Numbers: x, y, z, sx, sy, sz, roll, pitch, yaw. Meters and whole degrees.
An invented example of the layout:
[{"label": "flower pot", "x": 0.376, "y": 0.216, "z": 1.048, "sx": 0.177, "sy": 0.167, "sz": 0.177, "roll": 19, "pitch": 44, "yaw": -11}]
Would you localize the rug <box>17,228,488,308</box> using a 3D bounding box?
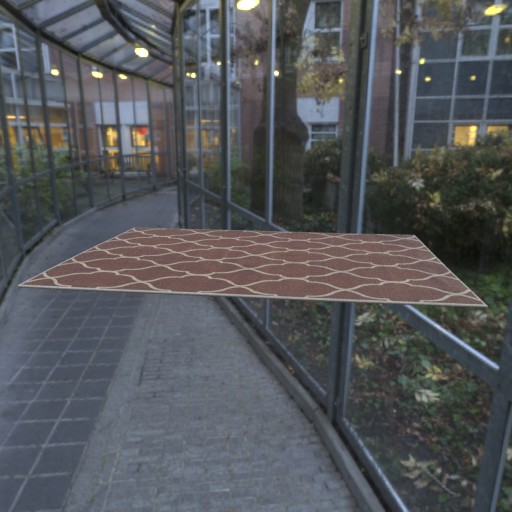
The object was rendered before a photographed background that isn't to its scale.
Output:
[{"label": "rug", "x": 0.000, "y": 0.000, "z": 2.851, "sx": 2.294, "sy": 0.014, "sz": 1.528, "roll": 2, "pitch": 15, "yaw": 7}]
